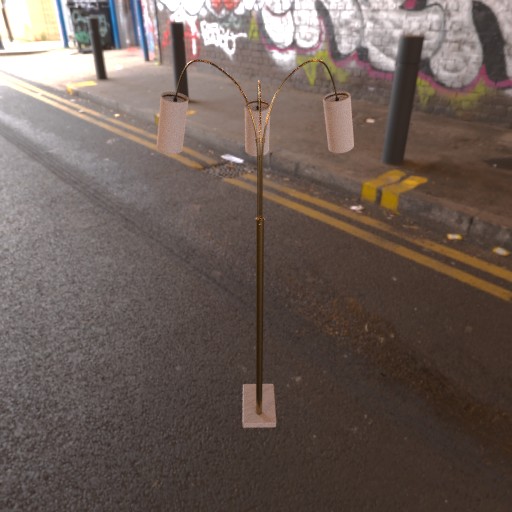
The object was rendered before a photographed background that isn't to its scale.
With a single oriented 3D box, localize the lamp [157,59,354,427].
[{"bbox_3d":[0.000,0.000,2.506,1.020,2.055,0.667,-1,30,-1],"label":"lamp"}]
